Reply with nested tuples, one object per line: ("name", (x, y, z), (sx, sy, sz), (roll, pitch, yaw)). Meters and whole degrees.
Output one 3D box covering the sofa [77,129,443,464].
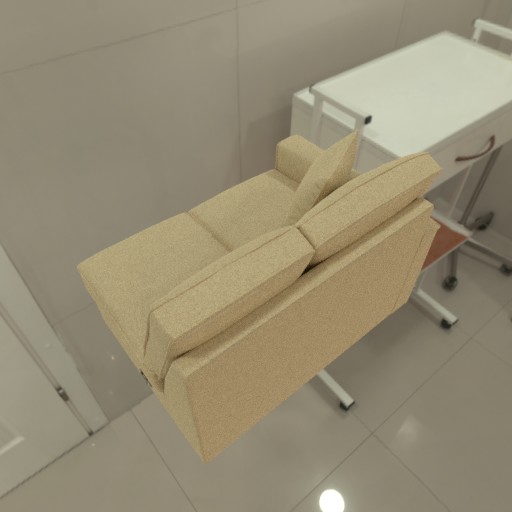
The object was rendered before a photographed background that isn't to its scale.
("sofa", (0.000, 0.000, 2.073), (1.388, 0.989, 0.991), (-31, 55, -25))
